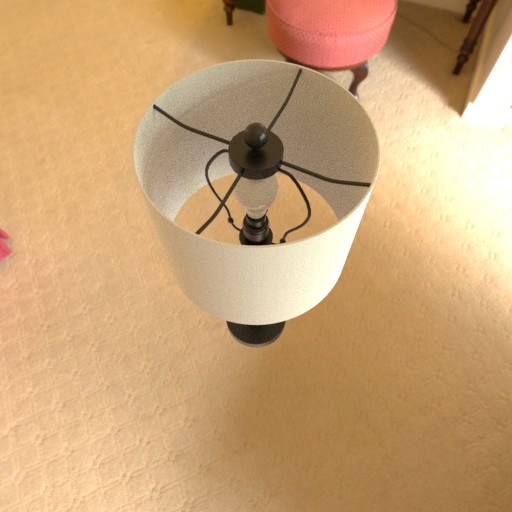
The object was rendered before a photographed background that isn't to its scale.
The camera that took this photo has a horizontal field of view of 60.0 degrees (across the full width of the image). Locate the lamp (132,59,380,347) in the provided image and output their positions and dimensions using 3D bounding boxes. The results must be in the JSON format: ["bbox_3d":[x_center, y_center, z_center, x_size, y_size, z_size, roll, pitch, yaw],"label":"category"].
[{"bbox_3d":[0.000,0.000,0.806,0.305,0.640,0.305,-15,62,-8],"label":"lamp"}]
